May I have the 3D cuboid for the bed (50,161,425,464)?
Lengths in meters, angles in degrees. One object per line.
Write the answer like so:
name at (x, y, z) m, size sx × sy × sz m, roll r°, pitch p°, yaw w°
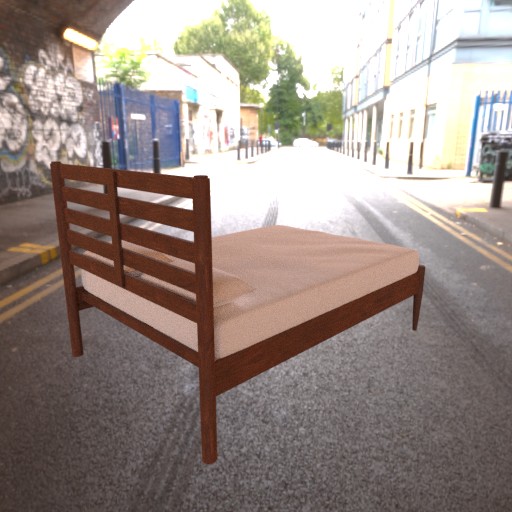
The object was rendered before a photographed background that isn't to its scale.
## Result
bed at (0.000, 0.000, 3.075) m, size 2.093 × 1.304 × 1.509 m, roll -14°, pitch 21°, yaw -43°
